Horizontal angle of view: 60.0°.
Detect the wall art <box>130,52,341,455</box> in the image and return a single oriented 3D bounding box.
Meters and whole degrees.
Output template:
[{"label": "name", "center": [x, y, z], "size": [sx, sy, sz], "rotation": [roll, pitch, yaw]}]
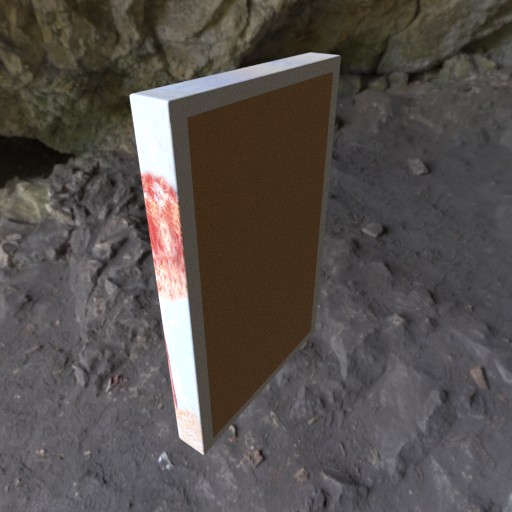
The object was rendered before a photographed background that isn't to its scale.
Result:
[{"label": "wall art", "center": [0.000, 0.000, 0.485], "size": [0.039, 0.380, 0.251], "rotation": [21, 38, 30]}]
